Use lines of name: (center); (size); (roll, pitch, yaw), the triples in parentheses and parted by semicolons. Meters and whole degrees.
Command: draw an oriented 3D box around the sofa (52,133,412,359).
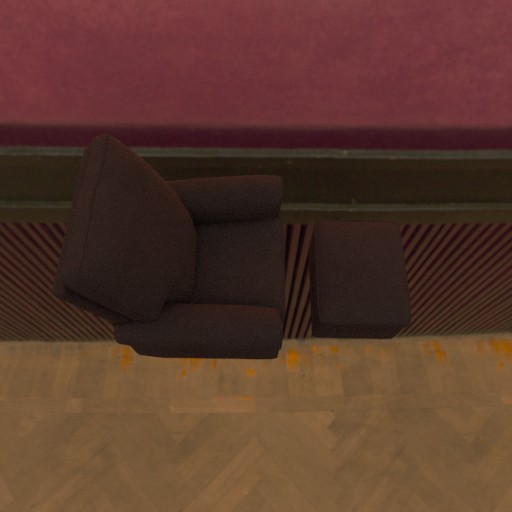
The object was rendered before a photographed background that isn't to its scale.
sofa: (0.000, 0.000, 2.061); (1.478, 0.959, 0.880); (1, 65, 0)
